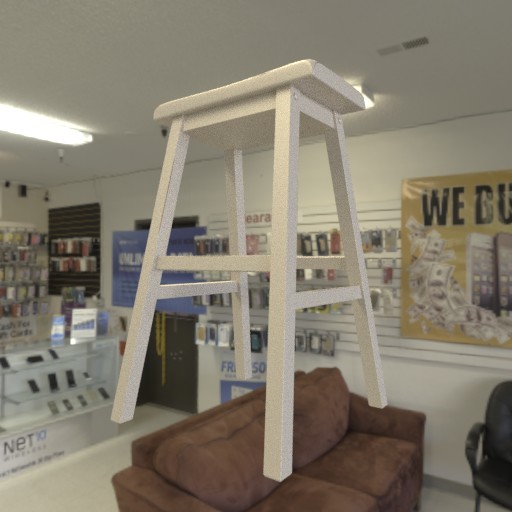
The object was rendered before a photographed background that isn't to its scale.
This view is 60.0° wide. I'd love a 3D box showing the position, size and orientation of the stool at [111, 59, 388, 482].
[{"bbox_3d":[0.000,0.000,1.047,0.457,0.737,0.476,0,-1,37],"label":"stool"}]
